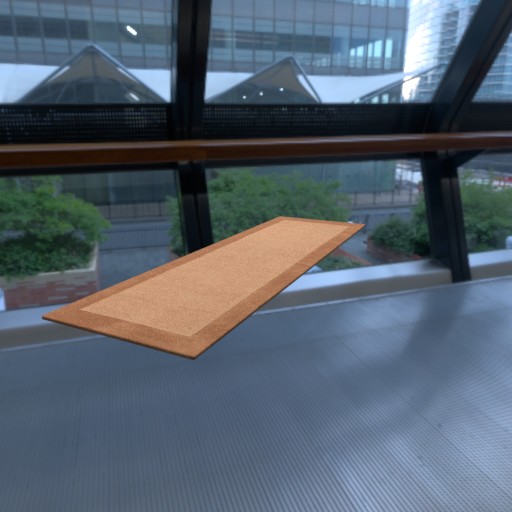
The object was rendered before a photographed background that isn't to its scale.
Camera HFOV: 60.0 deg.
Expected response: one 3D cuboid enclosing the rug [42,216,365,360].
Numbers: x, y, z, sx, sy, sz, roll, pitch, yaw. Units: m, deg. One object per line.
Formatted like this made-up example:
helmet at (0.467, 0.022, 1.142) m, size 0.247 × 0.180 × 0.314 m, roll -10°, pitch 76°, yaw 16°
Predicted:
rug at (0.000, 0.000, 2.709) m, size 0.764 × 0.017 × 2.439 m, roll 8°, pitch 18°, yaw 26°
